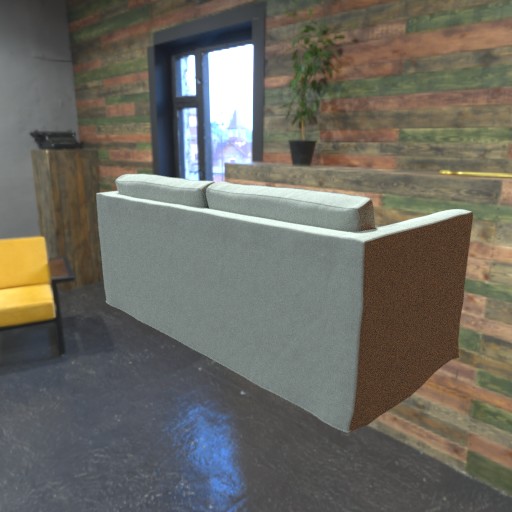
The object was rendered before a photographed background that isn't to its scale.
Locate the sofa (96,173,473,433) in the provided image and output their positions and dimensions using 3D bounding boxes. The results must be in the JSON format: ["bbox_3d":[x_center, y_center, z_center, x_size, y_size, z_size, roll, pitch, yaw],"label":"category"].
[{"bbox_3d":[0.000,0.000,2.478,0.940,0.870,1.987,-14,20,-42],"label":"sofa"}]
